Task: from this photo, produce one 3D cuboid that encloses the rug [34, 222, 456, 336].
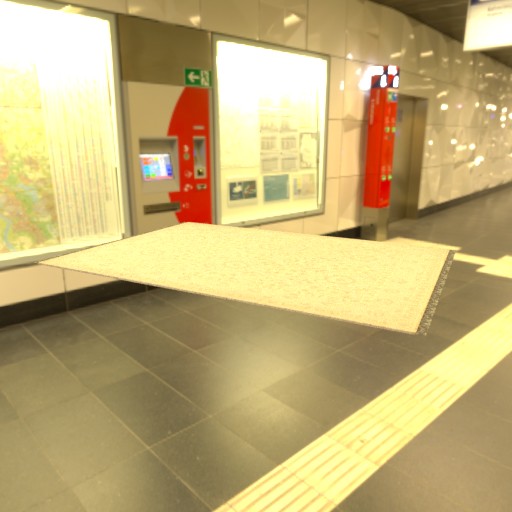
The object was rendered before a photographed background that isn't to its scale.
[{"bbox_3d":[0.000,0.000,2.814,2.233,0.011,1.514,8,16,27],"label":"rug"}]
